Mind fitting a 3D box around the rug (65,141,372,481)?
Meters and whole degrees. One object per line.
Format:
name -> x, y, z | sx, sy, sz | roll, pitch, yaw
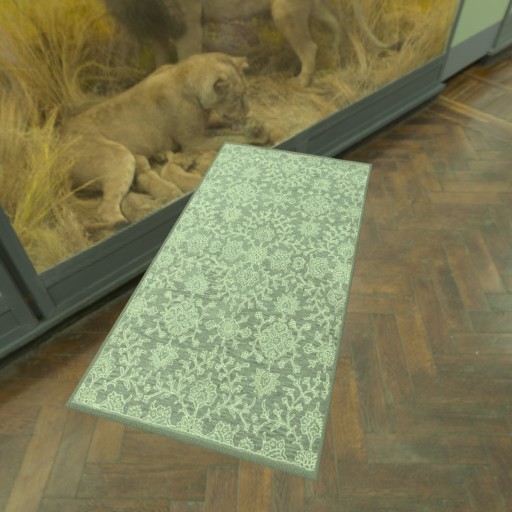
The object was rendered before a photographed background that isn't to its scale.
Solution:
rug -> 0.000, 0.000, 3.543 | 1.546, 0.011, 3.048 | 12, 48, 11
